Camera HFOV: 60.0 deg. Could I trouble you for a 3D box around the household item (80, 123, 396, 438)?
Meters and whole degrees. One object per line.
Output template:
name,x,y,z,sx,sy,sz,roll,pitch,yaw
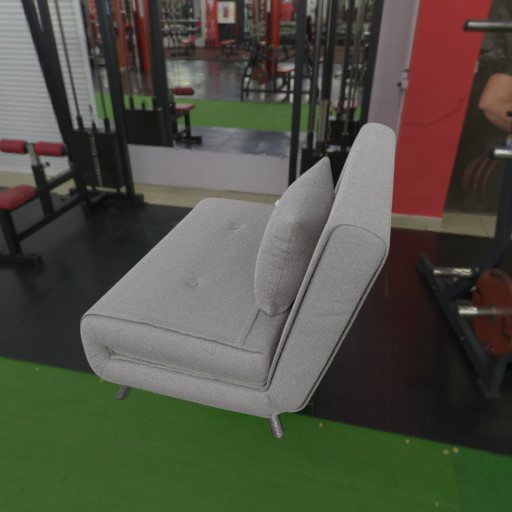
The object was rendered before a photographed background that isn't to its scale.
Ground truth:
household item,0.000,0.000,1.628,0.874,0.800,1.000,8,31,14
